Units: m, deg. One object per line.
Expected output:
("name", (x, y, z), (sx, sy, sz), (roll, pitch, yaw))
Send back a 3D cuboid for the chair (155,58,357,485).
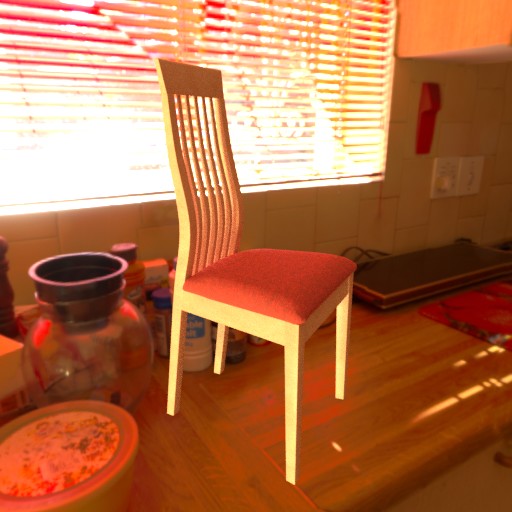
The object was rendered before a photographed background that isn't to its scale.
("chair", (0.000, 0.000, 1.258), (0.474, 1.027, 0.460), (9, 19, 27))
